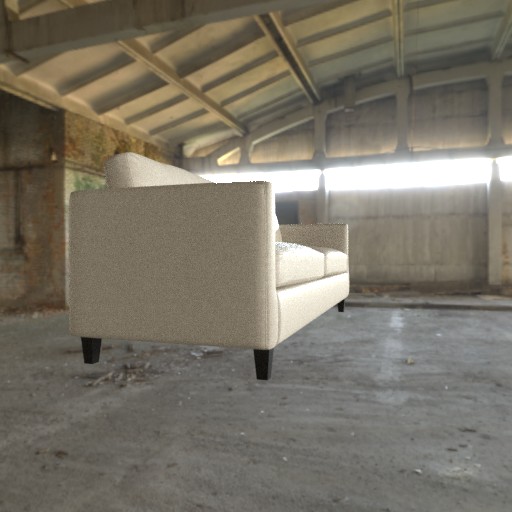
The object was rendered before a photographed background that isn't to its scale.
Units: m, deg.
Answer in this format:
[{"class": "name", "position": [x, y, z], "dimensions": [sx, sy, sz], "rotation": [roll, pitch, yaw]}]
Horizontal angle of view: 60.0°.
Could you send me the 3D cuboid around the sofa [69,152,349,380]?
[{"class": "sofa", "position": [0.000, 0.000, 2.915], "dimensions": [0.948, 0.965, 2.434], "rotation": [0, 0, 19]}]
